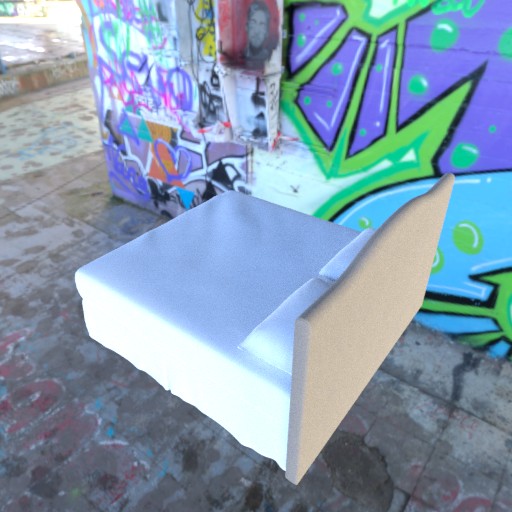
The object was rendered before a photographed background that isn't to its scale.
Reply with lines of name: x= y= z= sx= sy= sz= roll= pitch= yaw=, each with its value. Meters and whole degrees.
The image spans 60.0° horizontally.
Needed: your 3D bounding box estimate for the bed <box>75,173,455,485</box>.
bed: x=0.000 y=0.000 z=3.486 sx=2.182 sy=1.421 sz=2.083 roll=22 pitch=39 yaw=30
